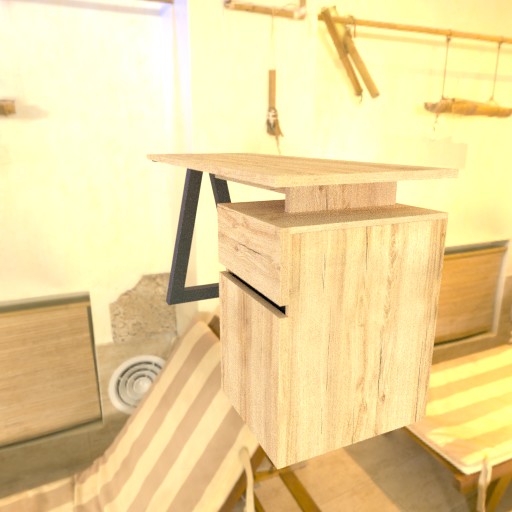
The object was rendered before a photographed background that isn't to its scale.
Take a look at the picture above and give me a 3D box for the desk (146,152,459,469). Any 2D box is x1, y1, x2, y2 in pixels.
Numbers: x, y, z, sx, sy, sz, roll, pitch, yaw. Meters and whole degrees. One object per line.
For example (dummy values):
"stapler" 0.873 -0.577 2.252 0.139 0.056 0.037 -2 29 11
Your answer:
"desk" 0.000 0.000 1.783 0.550 0.760 1.400 -7 16 -24
